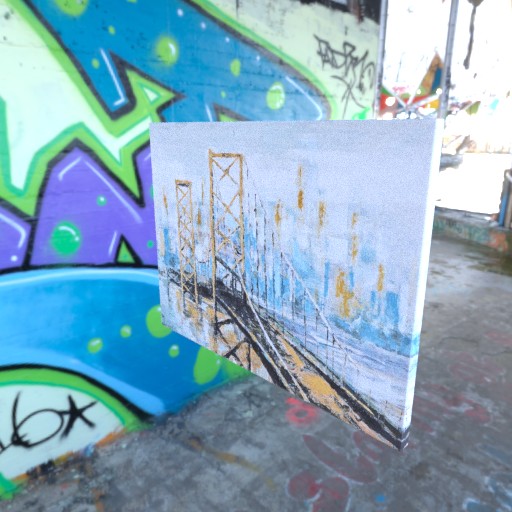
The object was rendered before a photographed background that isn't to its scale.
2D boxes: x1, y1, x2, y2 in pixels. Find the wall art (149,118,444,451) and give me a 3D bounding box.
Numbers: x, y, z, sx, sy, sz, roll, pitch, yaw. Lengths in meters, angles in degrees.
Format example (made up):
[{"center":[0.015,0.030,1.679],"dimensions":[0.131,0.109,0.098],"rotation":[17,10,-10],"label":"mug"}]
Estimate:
[{"center":[0.000,0.000,1.310],"dimensions":[1.016,0.762,0.038],"rotation":[15,22,43],"label":"wall art"}]
